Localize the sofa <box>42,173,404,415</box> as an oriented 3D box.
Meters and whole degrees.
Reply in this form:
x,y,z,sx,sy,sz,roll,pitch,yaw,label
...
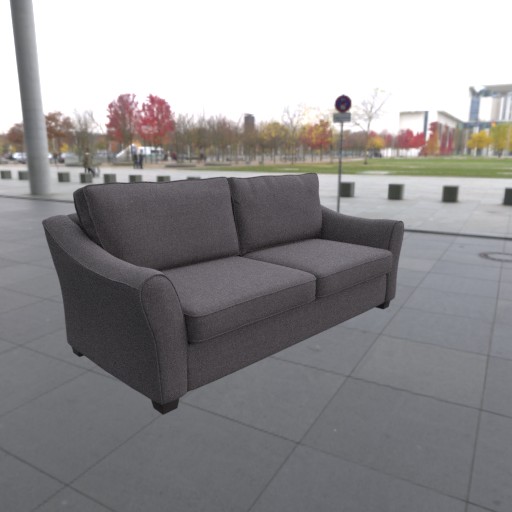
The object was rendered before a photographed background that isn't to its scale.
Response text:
x,y,z,sx,sy,sz,roll,pitch,yaw,label
0.000,0.000,2.805,1.013,0.976,2.203,13,18,43,sofa
